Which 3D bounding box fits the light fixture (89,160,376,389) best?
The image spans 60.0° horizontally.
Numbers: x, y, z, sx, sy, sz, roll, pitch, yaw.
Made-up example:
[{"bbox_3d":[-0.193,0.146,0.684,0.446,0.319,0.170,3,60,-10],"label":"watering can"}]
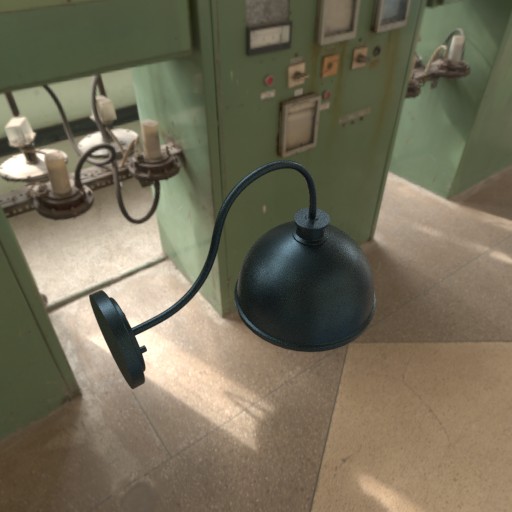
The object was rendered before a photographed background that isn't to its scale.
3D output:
[{"bbox_3d":[0.000,0.000,0.662,0.467,0.295,0.253,-25,46,-26],"label":"light fixture"}]
